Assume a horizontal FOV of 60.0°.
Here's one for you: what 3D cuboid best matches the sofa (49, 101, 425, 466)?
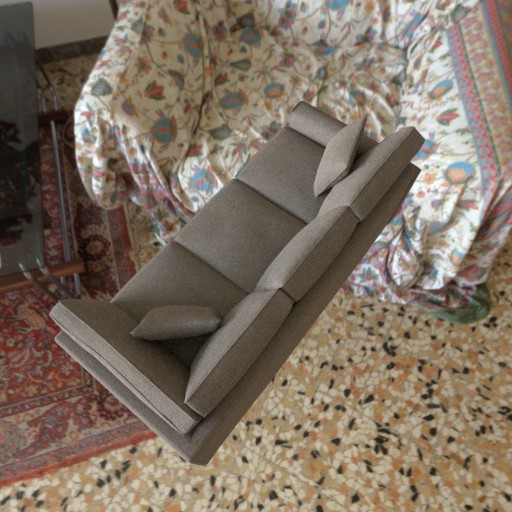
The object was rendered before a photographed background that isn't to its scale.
[{"bbox_3d":[0.000,0.000,2.861,1.061,0.962,2.317,35,69,16],"label":"sofa"}]
